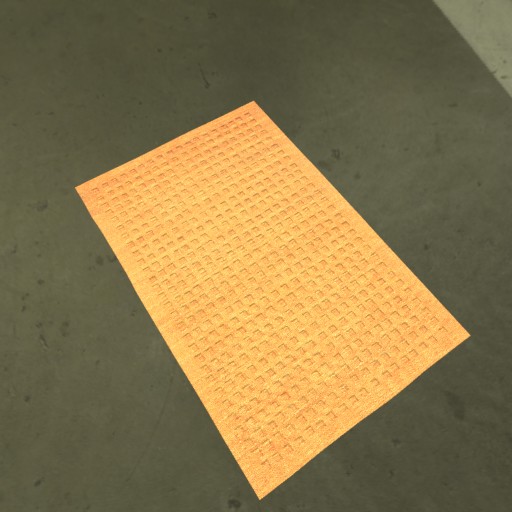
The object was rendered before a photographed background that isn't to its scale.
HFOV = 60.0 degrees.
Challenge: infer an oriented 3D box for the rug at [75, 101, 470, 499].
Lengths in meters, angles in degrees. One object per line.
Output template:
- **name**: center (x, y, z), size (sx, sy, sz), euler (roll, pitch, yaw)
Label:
- **rug**: center (0.000, 0.000, 2.164), size (1.143, 0.006, 1.747), euler (-31, 67, -15)
